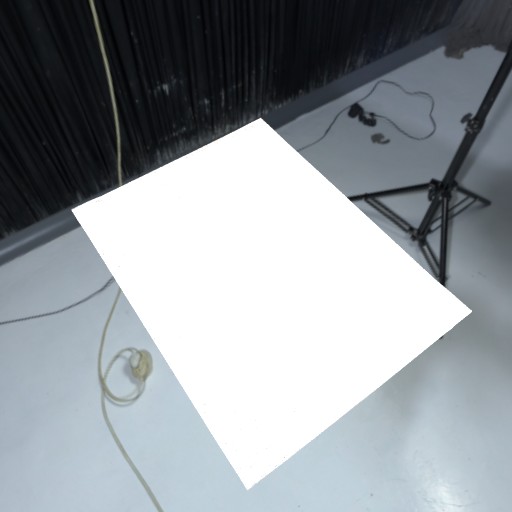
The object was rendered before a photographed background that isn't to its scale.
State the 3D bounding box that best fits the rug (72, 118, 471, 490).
[{"bbox_3d":[0.000,0.000,5.025,2.873,0.053,3.778,-31,62,-19],"label":"rug"}]
